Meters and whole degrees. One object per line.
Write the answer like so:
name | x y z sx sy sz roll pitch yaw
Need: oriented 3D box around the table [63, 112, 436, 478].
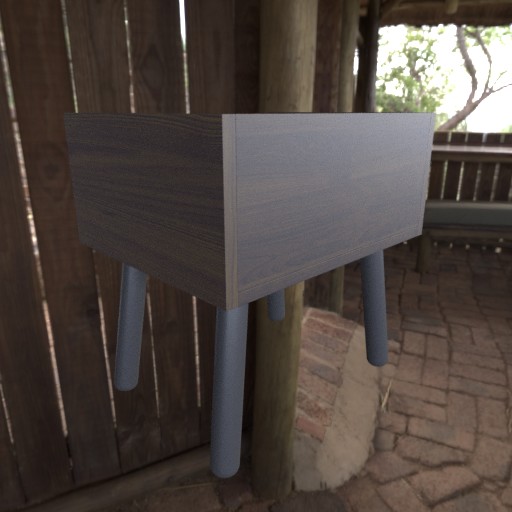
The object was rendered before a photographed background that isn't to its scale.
table | 0.000 0.000 0.764 0.450 0.470 0.370 -17 25 -42
